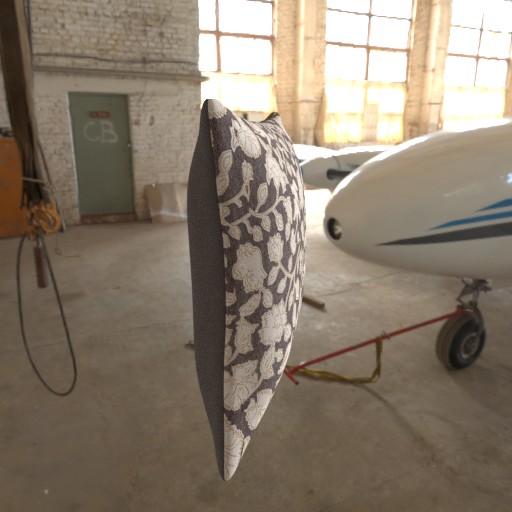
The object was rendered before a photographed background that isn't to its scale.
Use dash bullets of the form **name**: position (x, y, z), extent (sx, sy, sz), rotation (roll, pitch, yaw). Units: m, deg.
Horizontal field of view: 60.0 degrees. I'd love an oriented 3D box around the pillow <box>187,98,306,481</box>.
- **pillow**: position (0.000, 0.000, 0.793), extent (0.166, 0.507, 0.526), rotation (3, 16, 10)
